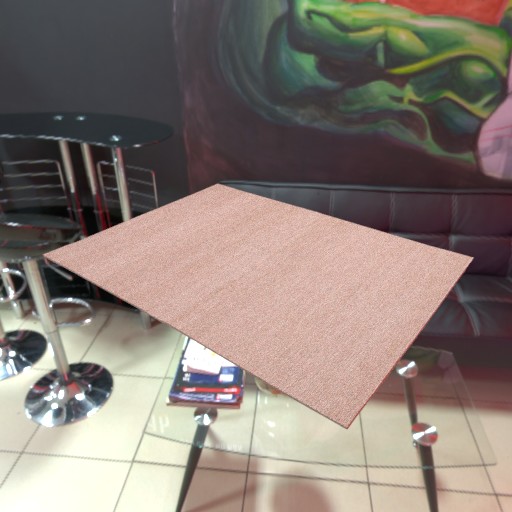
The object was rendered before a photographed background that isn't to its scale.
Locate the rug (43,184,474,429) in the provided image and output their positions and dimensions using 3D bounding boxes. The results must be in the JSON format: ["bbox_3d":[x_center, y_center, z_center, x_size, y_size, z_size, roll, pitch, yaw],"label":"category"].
[{"bbox_3d":[0.000,0.000,4.111,3.202,0.045,2.434,21,35,33],"label":"rug"}]
